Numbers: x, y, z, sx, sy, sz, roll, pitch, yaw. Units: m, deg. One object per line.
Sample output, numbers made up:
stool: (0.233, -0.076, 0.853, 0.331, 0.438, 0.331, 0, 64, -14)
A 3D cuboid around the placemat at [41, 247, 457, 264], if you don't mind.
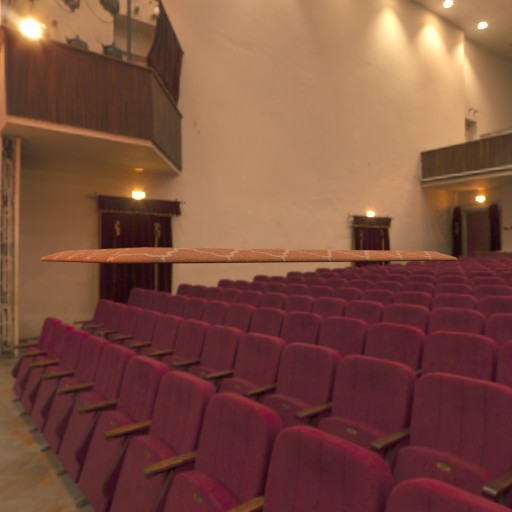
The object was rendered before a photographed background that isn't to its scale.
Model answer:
placemat: (0.000, 0.000, 0.949, 0.762, 0.021, 0.508, 0, 0, -37)
